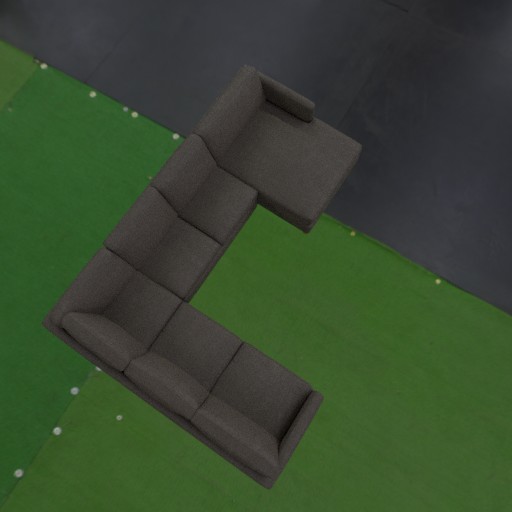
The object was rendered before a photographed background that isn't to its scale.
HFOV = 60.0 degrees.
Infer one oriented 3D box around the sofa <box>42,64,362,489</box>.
[{"bbox_3d":[0.000,0.000,4.558,2.594,0.961,3.460,32,77,8],"label":"sofa"}]
